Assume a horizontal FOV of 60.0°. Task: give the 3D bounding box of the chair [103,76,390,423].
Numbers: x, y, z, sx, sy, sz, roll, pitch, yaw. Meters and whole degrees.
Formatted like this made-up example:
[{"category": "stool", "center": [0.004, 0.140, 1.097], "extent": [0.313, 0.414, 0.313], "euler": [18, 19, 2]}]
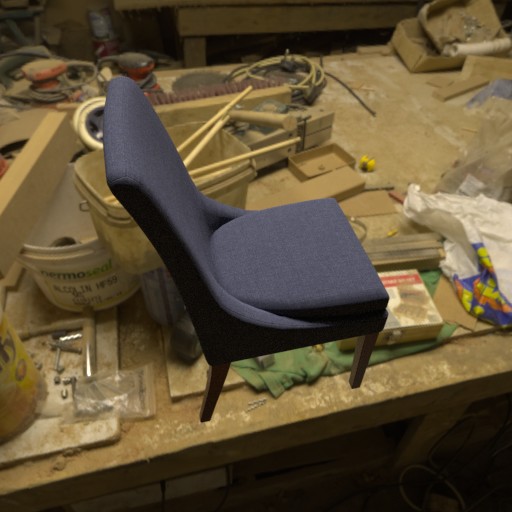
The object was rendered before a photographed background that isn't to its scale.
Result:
[{"category": "chair", "center": [0.000, 0.000, 1.302], "extent": [0.655, 0.952, 0.508], "euler": [-9, 46, -9]}]
